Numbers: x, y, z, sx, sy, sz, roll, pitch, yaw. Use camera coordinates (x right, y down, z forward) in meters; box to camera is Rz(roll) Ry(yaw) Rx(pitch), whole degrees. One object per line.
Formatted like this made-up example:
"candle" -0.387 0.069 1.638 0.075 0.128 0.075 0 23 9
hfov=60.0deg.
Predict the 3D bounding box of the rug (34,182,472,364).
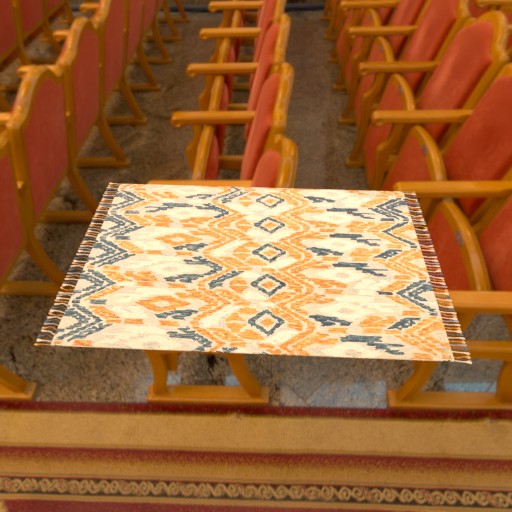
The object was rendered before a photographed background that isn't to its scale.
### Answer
"rug" 0.000 0.000 2.976 2.428 0.010 1.533 2 46 2
